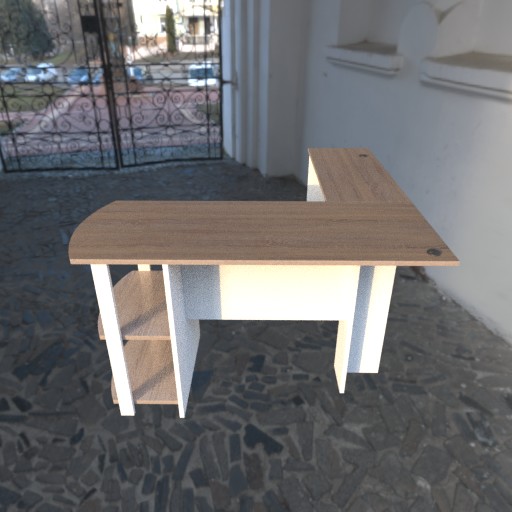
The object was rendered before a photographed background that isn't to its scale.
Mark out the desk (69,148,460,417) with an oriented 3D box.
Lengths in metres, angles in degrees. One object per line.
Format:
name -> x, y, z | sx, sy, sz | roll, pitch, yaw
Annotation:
desk -> 0.000, 0.000, 2.173 | 1.303, 0.716, 1.361 | 0, 28, 1
